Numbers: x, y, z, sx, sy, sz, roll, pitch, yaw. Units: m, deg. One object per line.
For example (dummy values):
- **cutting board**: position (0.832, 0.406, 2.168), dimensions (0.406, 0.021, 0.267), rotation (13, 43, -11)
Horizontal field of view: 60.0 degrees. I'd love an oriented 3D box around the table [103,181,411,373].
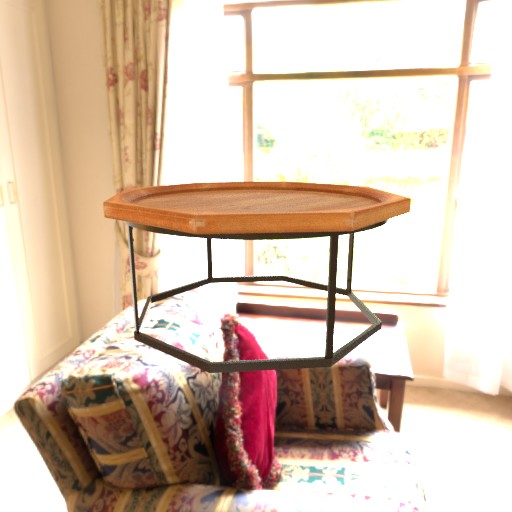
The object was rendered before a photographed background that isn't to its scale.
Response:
- **table**: position (0.000, 0.000, 1.562), dimensions (1.002, 0.444, 1.002), rotation (0, 14, 0)
